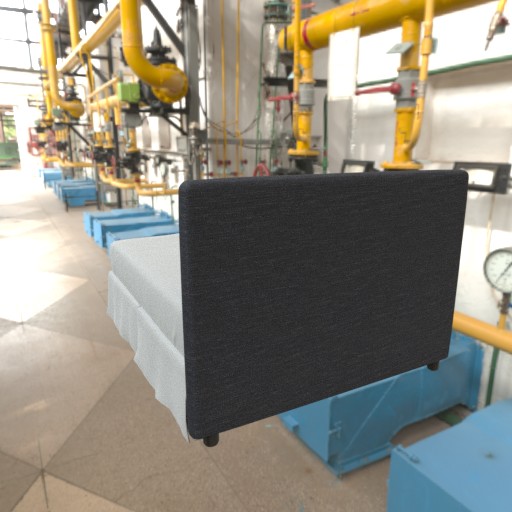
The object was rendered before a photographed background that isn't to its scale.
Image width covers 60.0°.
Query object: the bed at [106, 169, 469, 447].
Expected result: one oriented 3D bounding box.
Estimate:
[{"bbox_3d":[0.000,0.000,3.302,1.884,1.330,2.142,-8,16,-28],"label":"bed"}]
